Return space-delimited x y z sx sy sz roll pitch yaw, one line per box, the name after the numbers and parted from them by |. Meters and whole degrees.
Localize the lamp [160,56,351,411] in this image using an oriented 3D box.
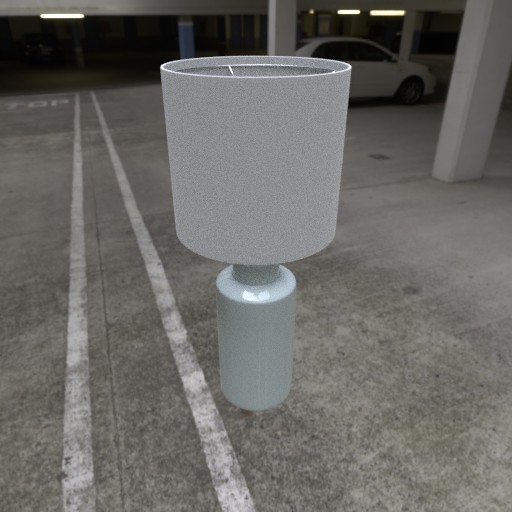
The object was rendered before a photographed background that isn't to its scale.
0.000 0.000 0.619 0.212 0.493 0.212 -10 31 -18 | lamp
